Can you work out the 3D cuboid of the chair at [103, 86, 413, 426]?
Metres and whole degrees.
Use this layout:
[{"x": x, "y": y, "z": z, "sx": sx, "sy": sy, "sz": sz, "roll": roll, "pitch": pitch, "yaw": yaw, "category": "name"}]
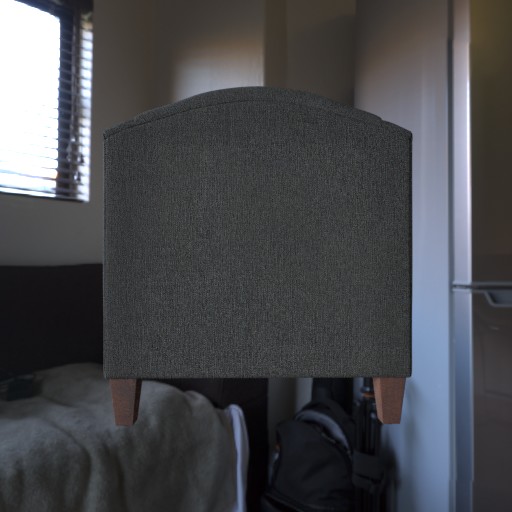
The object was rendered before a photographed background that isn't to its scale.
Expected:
[{"x": 0.000, "y": 0.000, "z": 1.447, "sx": 0.763, "sy": 0.839, "sz": 0.787, "roll": 0, "pitch": 0, "yaw": -1, "category": "chair"}]
